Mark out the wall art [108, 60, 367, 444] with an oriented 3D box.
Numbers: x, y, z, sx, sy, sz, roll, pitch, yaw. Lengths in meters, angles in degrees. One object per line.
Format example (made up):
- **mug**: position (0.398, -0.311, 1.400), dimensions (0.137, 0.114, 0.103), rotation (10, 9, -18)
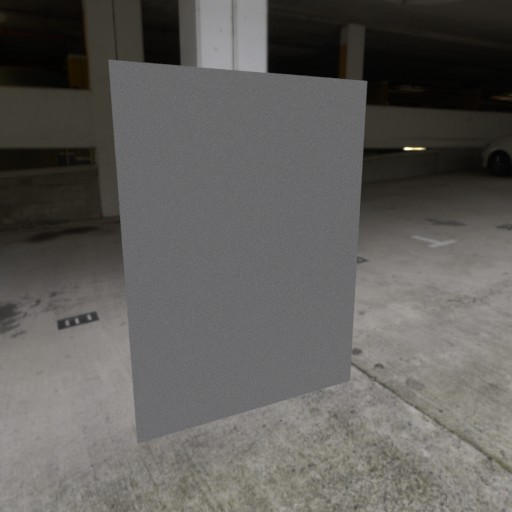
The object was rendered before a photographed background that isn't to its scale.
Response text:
- **wall art**: position (0.000, 0.000, 0.786), dimensions (0.457, 0.609, 0.003), rotation (-7, 16, -26)
